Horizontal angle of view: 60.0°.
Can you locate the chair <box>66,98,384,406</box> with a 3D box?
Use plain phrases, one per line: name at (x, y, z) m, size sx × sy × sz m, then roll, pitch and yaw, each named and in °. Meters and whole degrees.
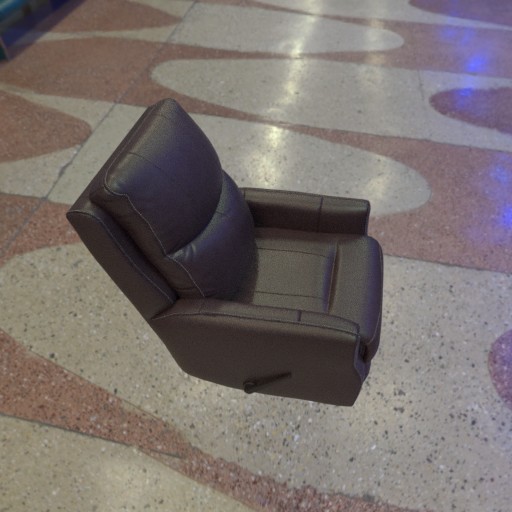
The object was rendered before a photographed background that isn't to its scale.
chair at (0.000, 0.000, 1.811) m, size 1.080 × 1.030 × 0.829 m, roll 9°, pitch 48°, yaw 9°
